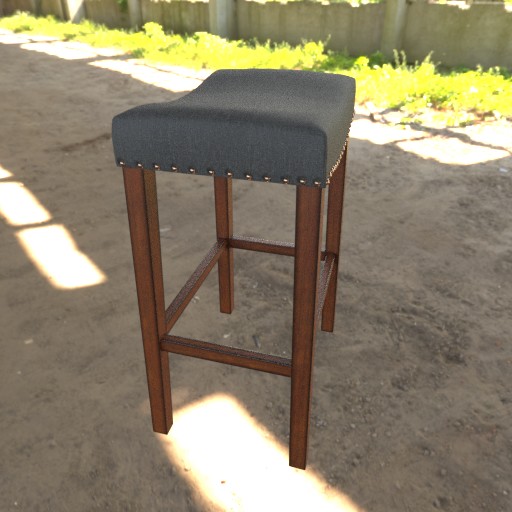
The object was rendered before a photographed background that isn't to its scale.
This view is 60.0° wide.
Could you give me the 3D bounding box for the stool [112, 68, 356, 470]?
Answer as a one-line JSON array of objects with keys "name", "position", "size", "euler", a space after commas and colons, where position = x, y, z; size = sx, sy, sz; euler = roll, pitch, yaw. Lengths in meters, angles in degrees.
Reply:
[{"name": "stool", "position": [0.000, 0.000, 1.025], "size": [0.366, 0.748, 0.502], "euler": [8, 32, 13]}]
